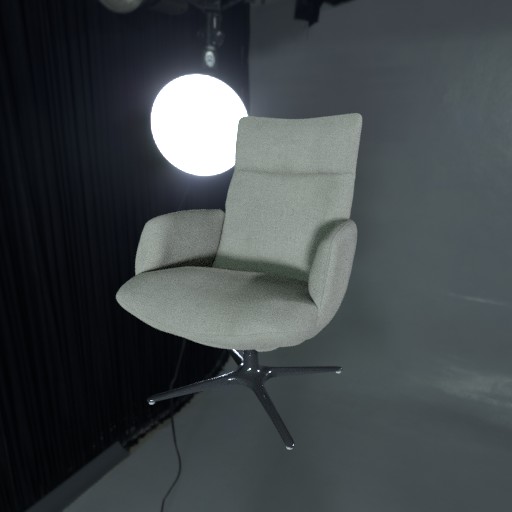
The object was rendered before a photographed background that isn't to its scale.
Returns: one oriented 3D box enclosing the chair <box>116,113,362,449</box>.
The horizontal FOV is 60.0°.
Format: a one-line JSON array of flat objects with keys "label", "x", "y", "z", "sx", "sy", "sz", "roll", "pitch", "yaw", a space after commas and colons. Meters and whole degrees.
[{"label": "chair", "x": 0.000, "y": 0.000, "z": 1.612, "sx": 0.711, "sy": 1.016, "sz": 0.889, "roll": 7, "pitch": 16, "yaw": 26}]
